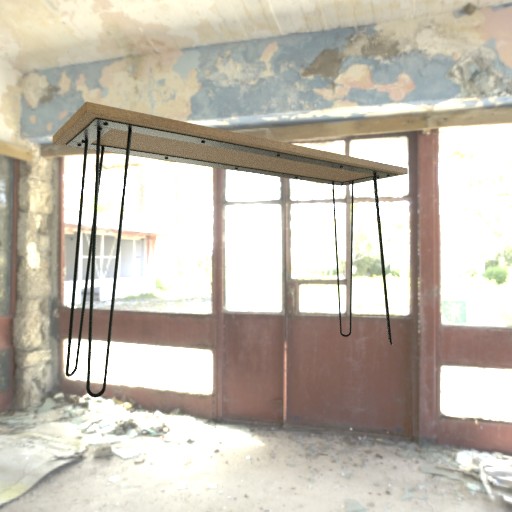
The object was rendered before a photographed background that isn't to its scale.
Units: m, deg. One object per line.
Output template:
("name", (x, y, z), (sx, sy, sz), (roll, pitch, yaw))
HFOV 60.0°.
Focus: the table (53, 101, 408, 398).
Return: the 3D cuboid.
("table", (0.000, 0.000, 1.734), (1.400, 0.799, 0.399), (1, -1, -36))
